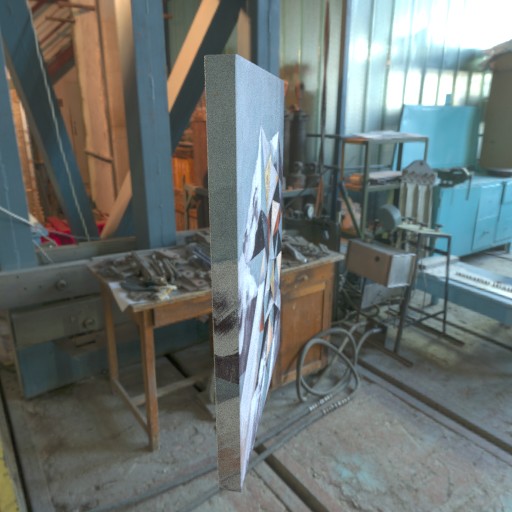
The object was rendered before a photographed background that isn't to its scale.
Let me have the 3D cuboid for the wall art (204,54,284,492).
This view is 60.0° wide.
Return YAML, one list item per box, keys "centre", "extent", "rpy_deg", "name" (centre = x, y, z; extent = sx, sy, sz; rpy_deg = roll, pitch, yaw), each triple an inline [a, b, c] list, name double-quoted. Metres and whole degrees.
- centre: [0.000, 0.000, 0.795]
  extent: [0.037, 0.613, 0.455]
  rpy_deg: [3, 18, 10]
  name: "wall art"
